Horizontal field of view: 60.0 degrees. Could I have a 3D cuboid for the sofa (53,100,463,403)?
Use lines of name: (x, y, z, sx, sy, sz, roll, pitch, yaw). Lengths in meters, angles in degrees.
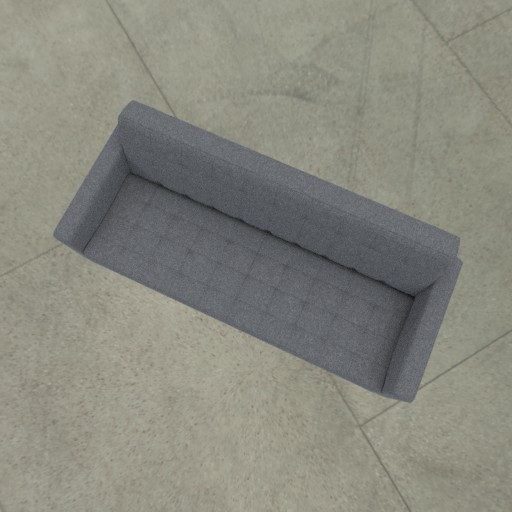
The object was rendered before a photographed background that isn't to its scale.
sofa: (0.000, 0.000, 2.476, 2.040, 0.850, 0.810, 24, 77, 6)
